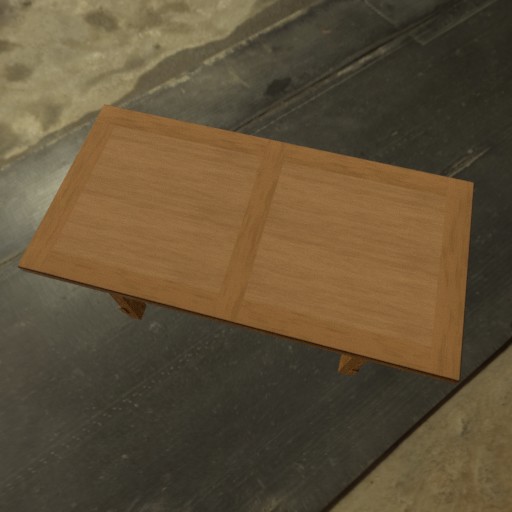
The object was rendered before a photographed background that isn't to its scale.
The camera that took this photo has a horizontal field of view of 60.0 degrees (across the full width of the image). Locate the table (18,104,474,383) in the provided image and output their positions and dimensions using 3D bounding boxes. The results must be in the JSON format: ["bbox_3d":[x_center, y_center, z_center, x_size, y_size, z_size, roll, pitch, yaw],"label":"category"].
[{"bbox_3d":[0.000,0.000,2.451,1.982,0.762,1.000,14,66,6],"label":"table"}]
